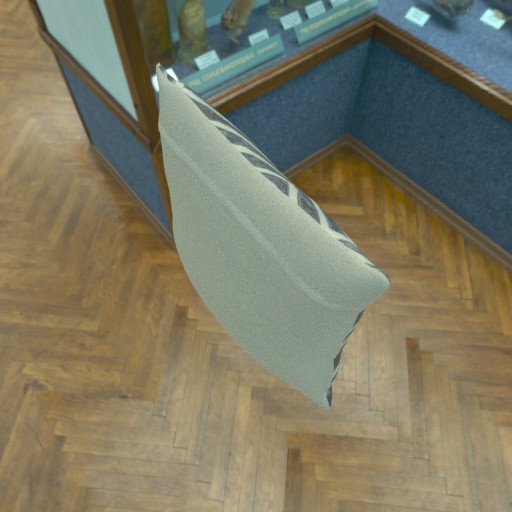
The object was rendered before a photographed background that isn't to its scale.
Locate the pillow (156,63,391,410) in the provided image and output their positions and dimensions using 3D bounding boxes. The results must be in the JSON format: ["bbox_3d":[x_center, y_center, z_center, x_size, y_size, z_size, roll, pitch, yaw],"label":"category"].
[{"bbox_3d":[0.000,0.000,0.683,0.182,0.441,0.440,-33,63,-19],"label":"pillow"}]
